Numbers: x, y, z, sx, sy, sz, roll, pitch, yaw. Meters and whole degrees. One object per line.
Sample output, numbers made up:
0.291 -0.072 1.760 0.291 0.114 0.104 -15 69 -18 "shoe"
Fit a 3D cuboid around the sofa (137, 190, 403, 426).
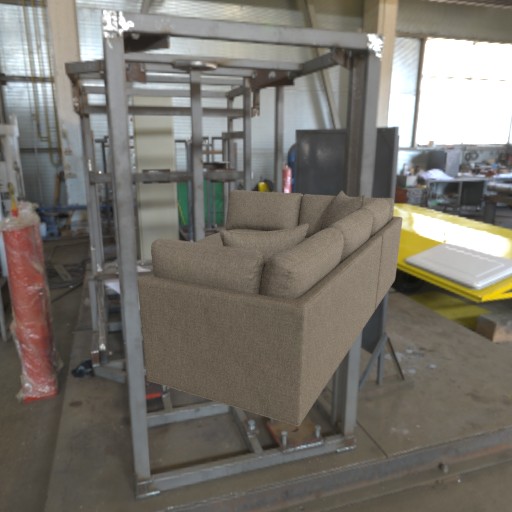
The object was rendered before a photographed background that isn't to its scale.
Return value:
0.000 0.000 3.879 1.994 0.978 2.896 7 17 26 "sofa"
